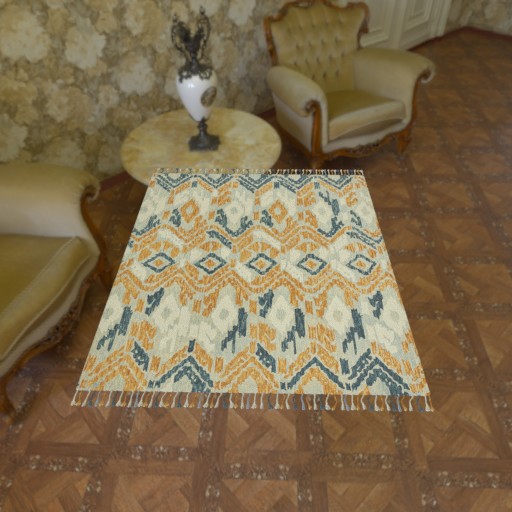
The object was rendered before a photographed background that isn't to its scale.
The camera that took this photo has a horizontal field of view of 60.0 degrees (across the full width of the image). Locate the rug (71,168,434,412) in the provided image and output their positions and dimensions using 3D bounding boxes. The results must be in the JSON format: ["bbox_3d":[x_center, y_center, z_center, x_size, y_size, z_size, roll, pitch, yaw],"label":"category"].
[{"bbox_3d":[0.000,0.000,4.085,2.439,0.010,3.048,1,42,1],"label":"rug"}]
